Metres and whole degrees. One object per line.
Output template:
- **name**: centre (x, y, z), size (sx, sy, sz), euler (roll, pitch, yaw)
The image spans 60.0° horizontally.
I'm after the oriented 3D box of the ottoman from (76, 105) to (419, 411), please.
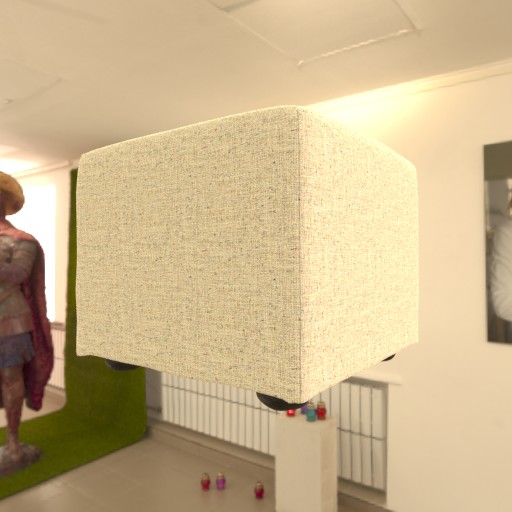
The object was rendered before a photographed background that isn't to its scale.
- **ottoman**: centre (0.000, 0.000, 0.913), size (0.521, 0.453, 0.512), euler (0, 0, 36)
